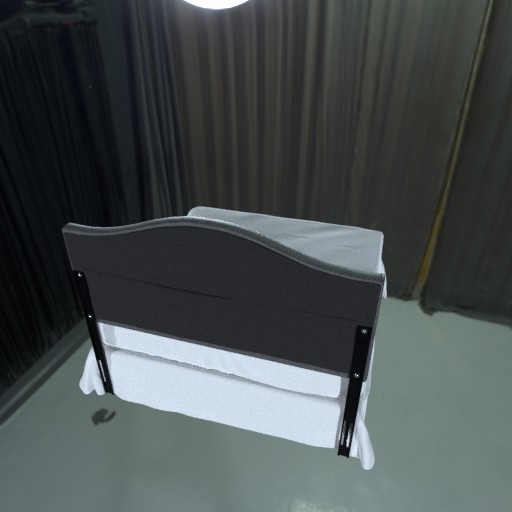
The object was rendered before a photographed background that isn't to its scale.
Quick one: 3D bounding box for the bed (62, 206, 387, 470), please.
[{"bbox_3d":[0.000,0.000,3.695,2.314,1.651,2.219,9,33,15],"label":"bed"}]
